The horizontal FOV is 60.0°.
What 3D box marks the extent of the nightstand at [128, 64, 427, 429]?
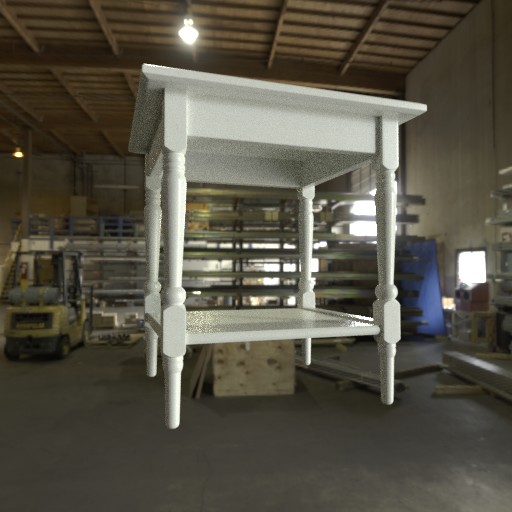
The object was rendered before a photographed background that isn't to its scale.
[{"bbox_3d":[0.000,0.000,0.938,0.505,0.555,0.459,1,-2,-18],"label":"nightstand"}]
